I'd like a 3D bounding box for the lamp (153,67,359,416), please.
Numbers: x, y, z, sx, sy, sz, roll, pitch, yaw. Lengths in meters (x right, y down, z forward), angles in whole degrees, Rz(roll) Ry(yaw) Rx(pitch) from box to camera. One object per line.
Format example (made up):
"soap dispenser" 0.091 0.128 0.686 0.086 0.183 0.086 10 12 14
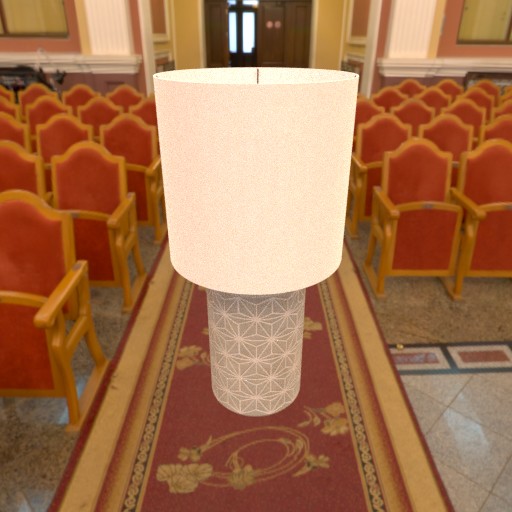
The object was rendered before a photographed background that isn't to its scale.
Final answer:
"lamp" 0.000 0.000 0.546 0.206 0.416 0.206 0 26 1
